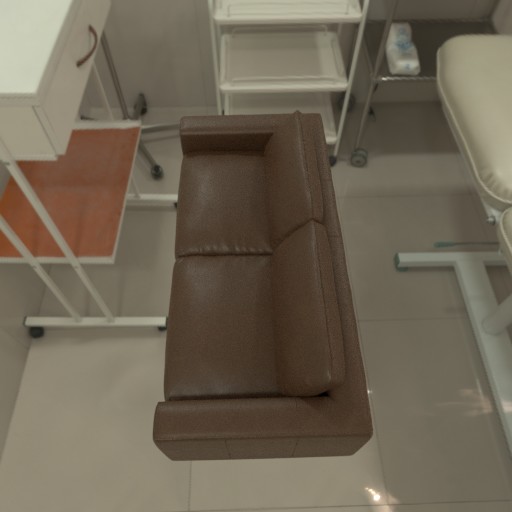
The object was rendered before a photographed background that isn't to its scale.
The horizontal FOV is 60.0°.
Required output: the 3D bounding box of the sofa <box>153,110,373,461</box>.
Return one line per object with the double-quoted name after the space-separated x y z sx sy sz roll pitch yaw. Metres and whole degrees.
0.000 0.000 2.801 1.070 0.801 2.262 -2 57 -1 "sofa"
